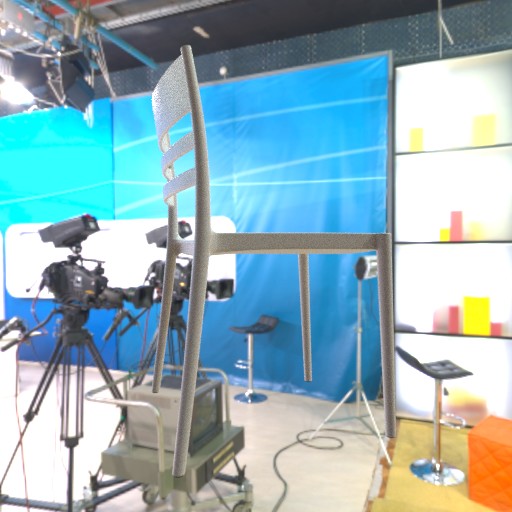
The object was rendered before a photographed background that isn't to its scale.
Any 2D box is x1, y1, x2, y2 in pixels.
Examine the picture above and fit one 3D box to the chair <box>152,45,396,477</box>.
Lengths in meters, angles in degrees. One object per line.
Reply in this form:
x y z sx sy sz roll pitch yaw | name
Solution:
0.000 0.000 1.122 0.511 0.800 0.531 0 0 -17 | chair
